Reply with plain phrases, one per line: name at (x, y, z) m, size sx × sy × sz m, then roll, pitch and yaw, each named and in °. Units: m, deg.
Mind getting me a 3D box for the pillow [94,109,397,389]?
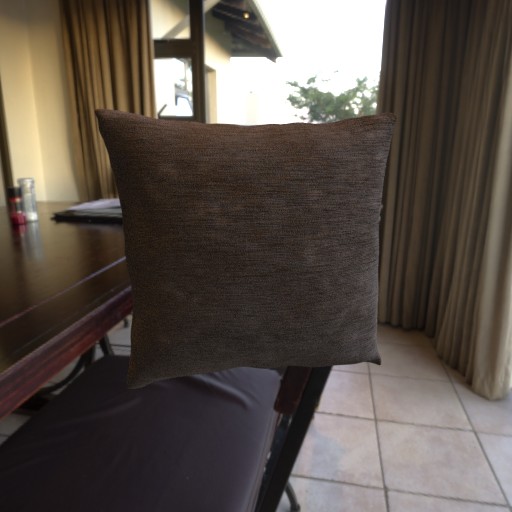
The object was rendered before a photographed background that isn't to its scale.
pillow at (0.000, 0.000, 0.699) m, size 0.452 × 0.439 × 0.204 m, roll -2°, pitch 15°, yaw -8°
